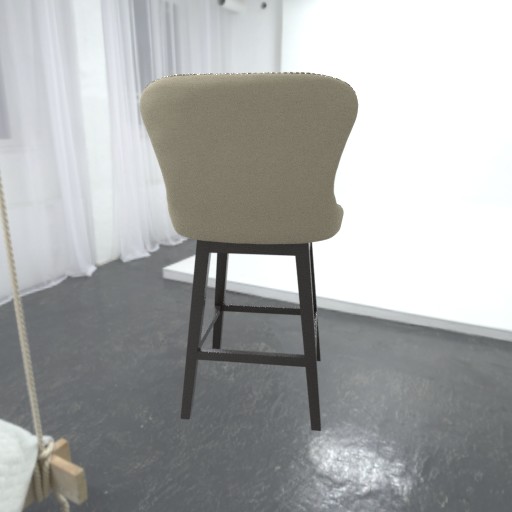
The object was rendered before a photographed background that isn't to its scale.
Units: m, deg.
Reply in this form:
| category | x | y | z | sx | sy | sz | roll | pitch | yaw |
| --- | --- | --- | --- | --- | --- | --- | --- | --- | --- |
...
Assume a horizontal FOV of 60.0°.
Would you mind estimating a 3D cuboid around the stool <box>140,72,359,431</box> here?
| category | x | y | z | sx | sy | sz | roll | pitch | yaw |
| --- | --- | --- | --- | --- | --- | --- | --- | --- | --- |
| stool | 0.000 | 0.000 | 1.343 | 0.528 | 0.971 | 0.593 | 2 | 16 | 8 |
